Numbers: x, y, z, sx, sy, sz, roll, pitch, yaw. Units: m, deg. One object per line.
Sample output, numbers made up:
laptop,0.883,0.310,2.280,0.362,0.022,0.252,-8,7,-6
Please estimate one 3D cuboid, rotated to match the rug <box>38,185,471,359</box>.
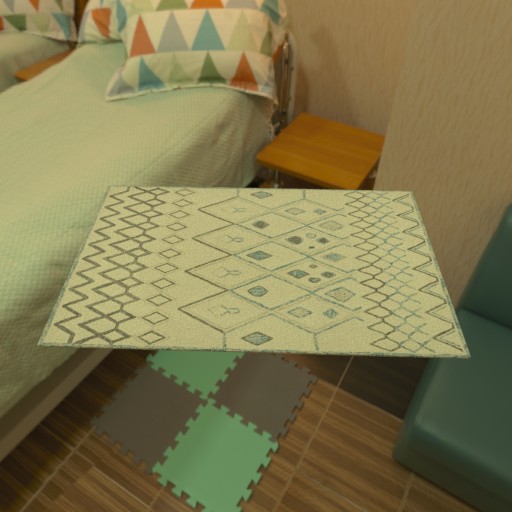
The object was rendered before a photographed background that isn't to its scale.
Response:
rug,0.000,0.000,3.024,2.439,0.015,1.524,1,45,1
